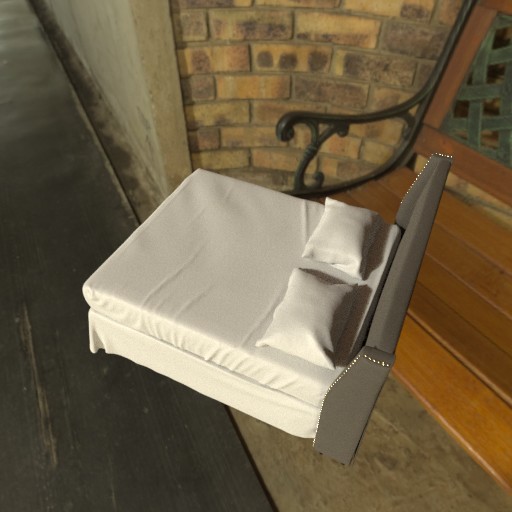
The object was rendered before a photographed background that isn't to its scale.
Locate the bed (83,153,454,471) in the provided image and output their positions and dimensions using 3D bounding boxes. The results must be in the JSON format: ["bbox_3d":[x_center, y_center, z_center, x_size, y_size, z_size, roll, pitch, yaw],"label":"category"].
[{"bbox_3d":[0.000,0.000,3.376,2.276,1.332,1.925,19,49,18],"label":"bed"}]
